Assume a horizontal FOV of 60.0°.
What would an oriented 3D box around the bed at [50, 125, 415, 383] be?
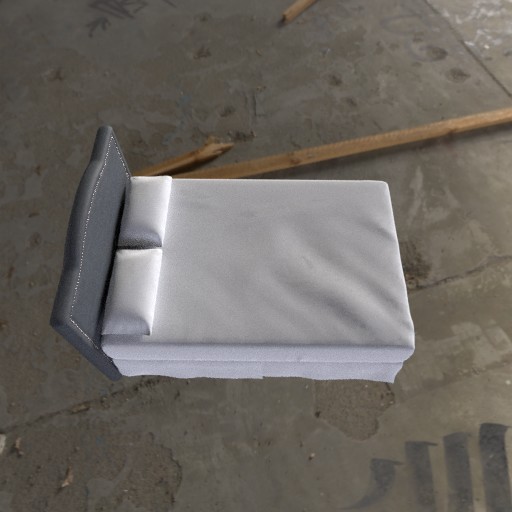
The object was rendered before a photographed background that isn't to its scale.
[{"bbox_3d":[0.000,0.000,3.641,2.507,1.441,1.747,1,61,0],"label":"bed"}]
